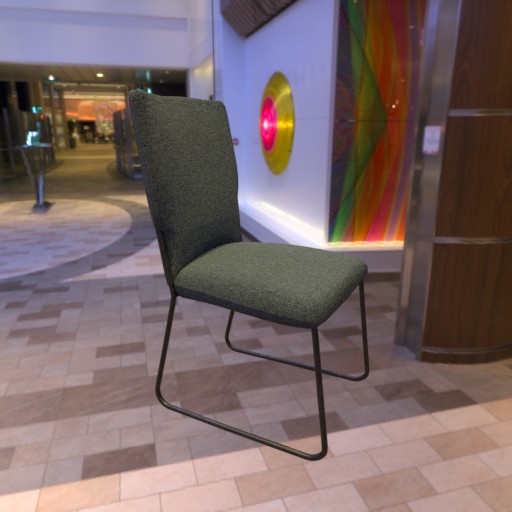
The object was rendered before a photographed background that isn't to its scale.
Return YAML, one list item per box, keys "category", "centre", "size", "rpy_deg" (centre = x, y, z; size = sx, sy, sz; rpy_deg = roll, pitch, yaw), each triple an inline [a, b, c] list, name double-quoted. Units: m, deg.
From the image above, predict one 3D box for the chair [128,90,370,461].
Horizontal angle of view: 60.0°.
- category: "chair"
  centre: [0.000, 0.000, 1.335]
  size: [0.635, 0.931, 0.480]
  rpy_deg: [8, 18, 27]
